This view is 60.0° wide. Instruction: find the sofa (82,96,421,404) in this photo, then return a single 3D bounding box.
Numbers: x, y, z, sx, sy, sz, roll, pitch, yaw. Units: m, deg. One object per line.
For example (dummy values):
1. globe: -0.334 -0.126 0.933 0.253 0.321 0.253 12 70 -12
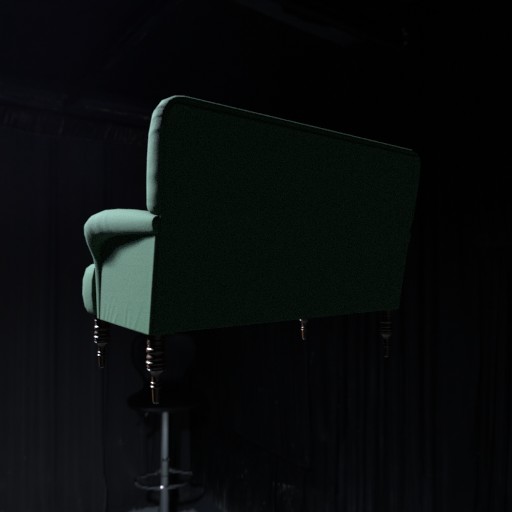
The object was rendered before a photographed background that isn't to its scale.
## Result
1. sofa: 0.000 0.000 1.841 1.297 0.889 0.779 0 0 -36
